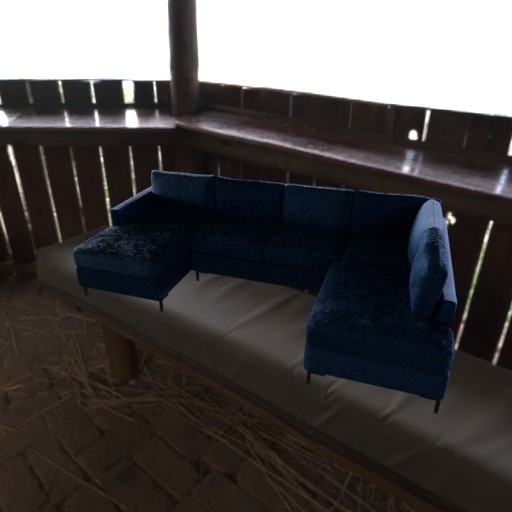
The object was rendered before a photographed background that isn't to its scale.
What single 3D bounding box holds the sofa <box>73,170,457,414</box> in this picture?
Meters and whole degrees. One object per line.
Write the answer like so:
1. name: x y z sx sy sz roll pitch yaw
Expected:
1. sofa: 0.000 0.000 4.231 3.434 0.992 2.055 9 28 17
